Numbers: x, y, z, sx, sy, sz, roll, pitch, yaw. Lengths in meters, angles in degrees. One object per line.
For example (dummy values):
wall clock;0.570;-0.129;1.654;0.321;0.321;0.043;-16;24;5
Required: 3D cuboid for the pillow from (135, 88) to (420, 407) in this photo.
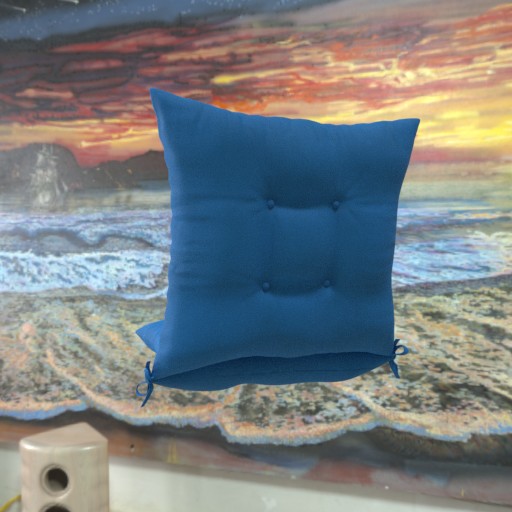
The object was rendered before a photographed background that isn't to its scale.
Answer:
pillow;0.000;0.000;1.002;0.541;0.536;0.585;0;2;-18
